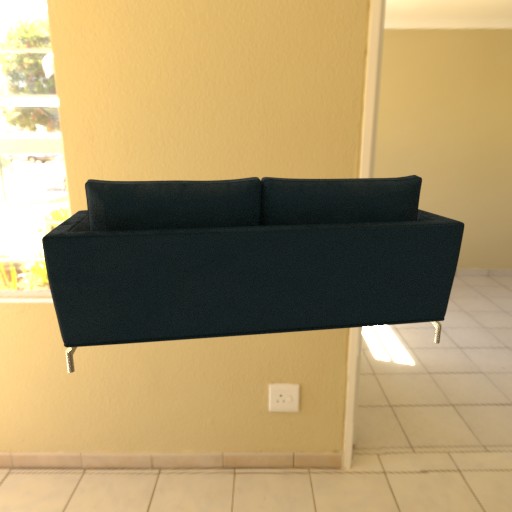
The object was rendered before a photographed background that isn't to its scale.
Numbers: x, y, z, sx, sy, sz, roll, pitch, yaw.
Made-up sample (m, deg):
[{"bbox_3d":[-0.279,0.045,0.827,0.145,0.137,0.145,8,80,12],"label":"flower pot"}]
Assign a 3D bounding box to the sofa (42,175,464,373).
[{"bbox_3d":[0.000,0.000,2.727,2.212,0.998,0.853,-2,15,-9],"label":"sofa"}]
